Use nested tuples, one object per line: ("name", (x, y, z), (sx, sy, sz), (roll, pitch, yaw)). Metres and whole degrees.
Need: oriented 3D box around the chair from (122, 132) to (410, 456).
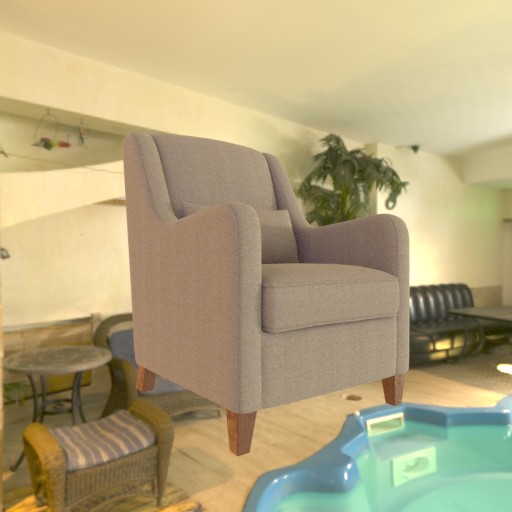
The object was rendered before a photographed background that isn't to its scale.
("chair", (0.000, 0.000, 1.643), (0.715, 1.017, 0.890), (0, 1, -36))
